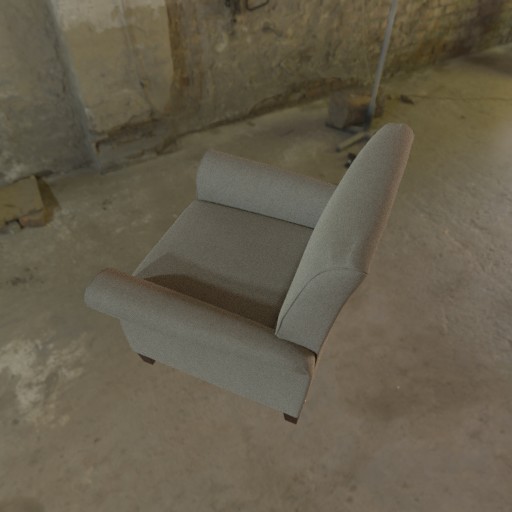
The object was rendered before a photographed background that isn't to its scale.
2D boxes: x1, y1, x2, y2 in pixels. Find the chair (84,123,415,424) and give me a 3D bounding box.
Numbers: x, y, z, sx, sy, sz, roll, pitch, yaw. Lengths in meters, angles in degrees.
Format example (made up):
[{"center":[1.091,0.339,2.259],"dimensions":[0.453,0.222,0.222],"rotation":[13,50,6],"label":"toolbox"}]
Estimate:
[{"center":[0.000,0.000,1.761],"dimensions":[0.905,1.061,0.978],"rotation":[17,49,16],"label":"chair"}]
